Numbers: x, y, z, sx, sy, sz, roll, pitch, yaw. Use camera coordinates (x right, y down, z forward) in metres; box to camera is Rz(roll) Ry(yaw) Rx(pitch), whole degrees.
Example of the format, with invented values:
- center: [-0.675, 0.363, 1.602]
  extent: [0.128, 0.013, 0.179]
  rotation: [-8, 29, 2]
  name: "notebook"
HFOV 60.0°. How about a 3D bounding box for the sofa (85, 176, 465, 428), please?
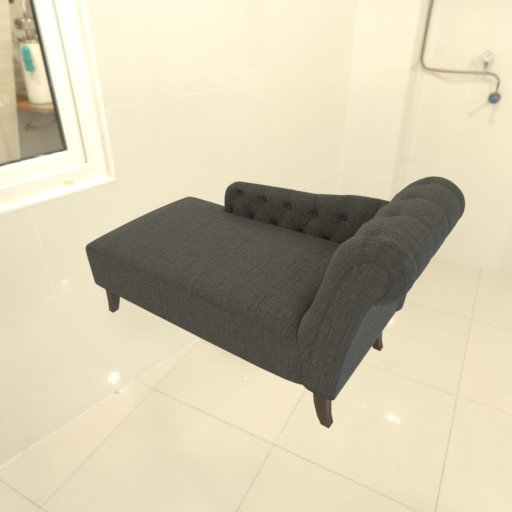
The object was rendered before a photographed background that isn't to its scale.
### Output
- center: [0.000, 0.000, 1.818]
  extent: [1.379, 0.787, 0.675]
  rotation: [20, 36, 30]
  name: "sofa"
